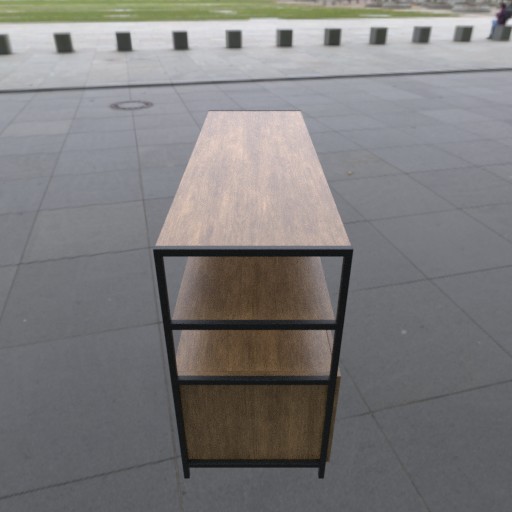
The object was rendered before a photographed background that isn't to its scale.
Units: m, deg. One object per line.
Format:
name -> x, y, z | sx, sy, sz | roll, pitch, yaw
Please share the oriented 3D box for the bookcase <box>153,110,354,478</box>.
bookcase -> 0.000, 0.000, 1.504 | 0.391, 0.712, 1.149 | 0, 31, 0
